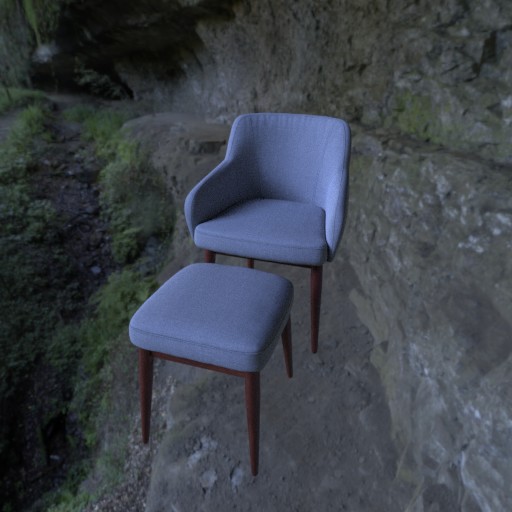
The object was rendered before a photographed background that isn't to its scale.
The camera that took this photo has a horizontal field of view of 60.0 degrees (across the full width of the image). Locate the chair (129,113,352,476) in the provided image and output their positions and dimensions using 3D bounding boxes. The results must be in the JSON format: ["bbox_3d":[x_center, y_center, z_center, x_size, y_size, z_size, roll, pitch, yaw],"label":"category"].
[{"bbox_3d":[0.000,0.000,1.572,0.584,0.799,1.107,9,29,16],"label":"chair"}]
